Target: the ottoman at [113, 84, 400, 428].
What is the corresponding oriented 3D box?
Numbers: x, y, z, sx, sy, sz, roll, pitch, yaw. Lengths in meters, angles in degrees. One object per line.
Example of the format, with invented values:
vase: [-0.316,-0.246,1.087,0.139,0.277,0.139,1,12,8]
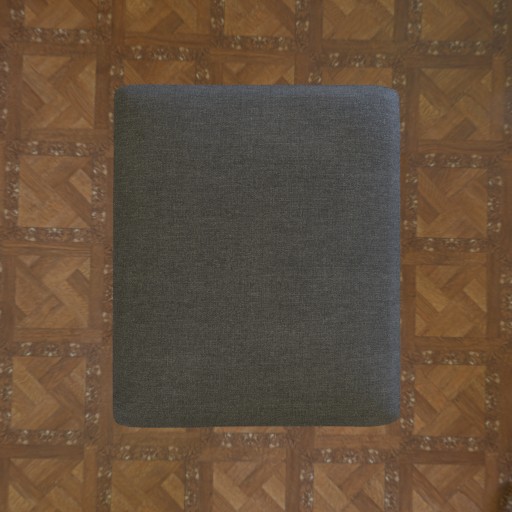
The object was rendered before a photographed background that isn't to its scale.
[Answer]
ottoman: [0.000,0.000,1.225,0.693,0.474,0.821,0,89,-1]
